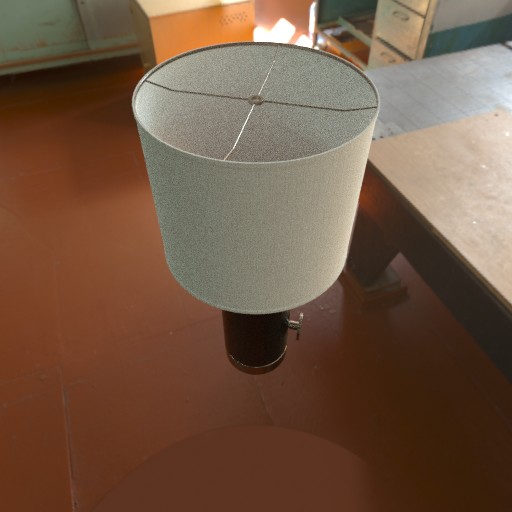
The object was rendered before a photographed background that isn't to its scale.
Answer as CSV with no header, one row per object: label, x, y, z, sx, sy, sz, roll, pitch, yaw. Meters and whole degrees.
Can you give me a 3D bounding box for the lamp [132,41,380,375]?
lamp,0.000,0.000,0.615,0.240,0.482,0.241,10,48,9
